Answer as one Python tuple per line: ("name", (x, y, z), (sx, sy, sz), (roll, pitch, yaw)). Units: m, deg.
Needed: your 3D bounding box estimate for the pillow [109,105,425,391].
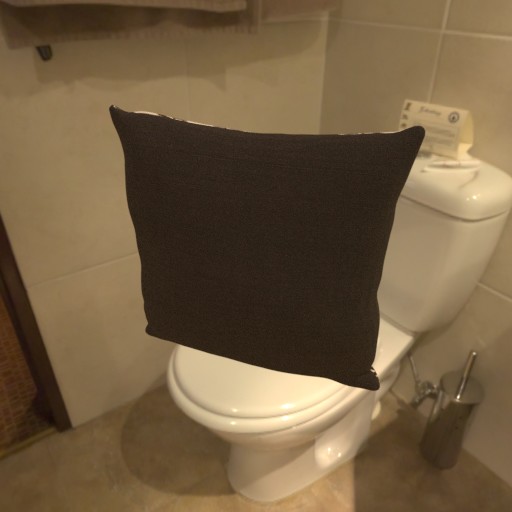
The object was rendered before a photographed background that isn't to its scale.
("pillow", (0.000, 0.000, 0.690), (0.440, 0.441, 0.182), (10, 34, 15))
